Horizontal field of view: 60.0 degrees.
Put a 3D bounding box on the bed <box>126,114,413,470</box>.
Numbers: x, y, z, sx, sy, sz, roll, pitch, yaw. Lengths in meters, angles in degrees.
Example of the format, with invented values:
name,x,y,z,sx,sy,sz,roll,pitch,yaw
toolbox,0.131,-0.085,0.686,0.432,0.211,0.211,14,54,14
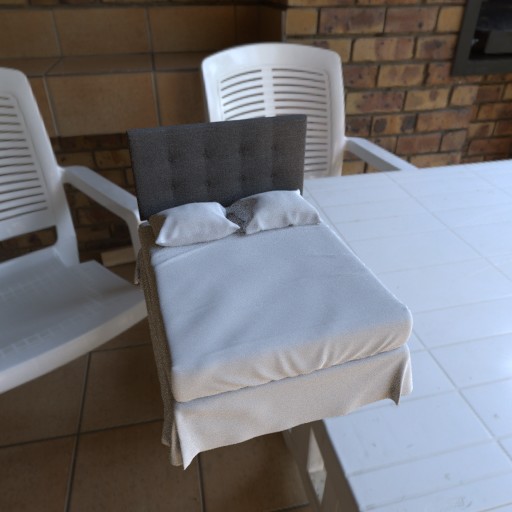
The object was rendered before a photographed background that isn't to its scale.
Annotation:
name,x,y,z,sx,sy,sz,roll,pitch,yaw
bed,0.000,0.000,3.508,1.936,1.577,2.222,-10,34,-15
